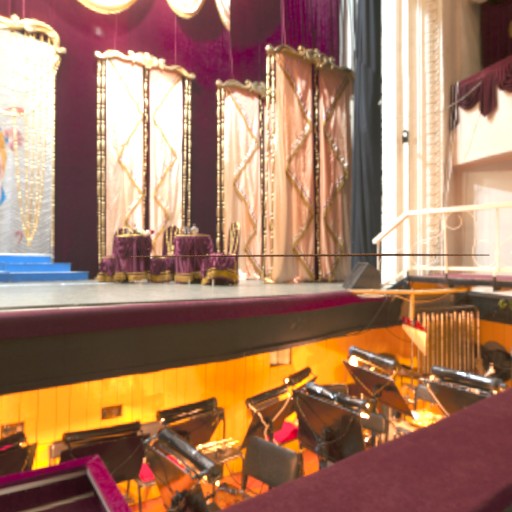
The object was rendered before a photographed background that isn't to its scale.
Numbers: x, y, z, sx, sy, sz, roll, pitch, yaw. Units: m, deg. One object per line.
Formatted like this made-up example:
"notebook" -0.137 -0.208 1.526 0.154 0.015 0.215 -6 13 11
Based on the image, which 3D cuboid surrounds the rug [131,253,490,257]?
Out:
"rug" 0.000 0.000 2.663 0.688 0.005 2.437 0 0 -35
